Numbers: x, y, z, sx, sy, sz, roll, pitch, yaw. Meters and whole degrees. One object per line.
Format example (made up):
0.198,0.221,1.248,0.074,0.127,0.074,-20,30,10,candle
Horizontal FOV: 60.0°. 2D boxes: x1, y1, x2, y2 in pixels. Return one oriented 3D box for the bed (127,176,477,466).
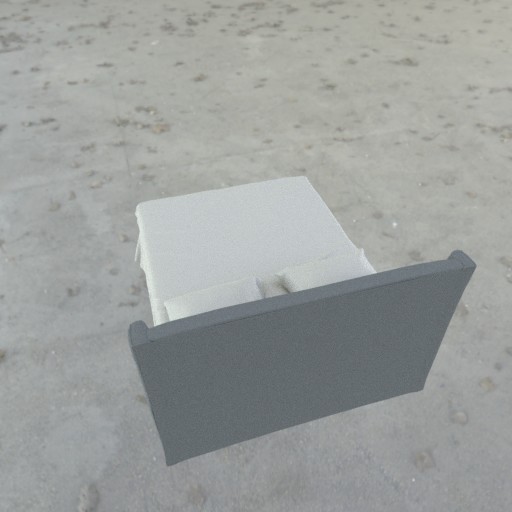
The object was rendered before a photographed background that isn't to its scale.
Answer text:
0.000,0.000,3.482,1.925,1.332,2.276,-11,43,-13,bed
